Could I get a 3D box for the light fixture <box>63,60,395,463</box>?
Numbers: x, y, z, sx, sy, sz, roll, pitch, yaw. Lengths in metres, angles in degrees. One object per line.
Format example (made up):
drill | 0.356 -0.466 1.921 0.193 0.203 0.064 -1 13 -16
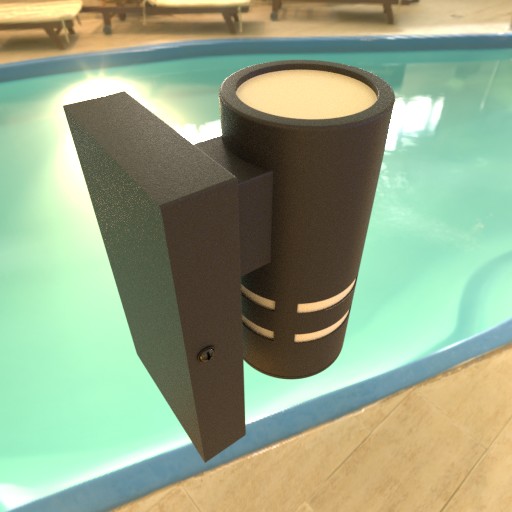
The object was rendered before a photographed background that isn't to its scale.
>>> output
light fixture | 0.000 0.000 0.251 0.138 0.179 0.098 -26 48 -26
